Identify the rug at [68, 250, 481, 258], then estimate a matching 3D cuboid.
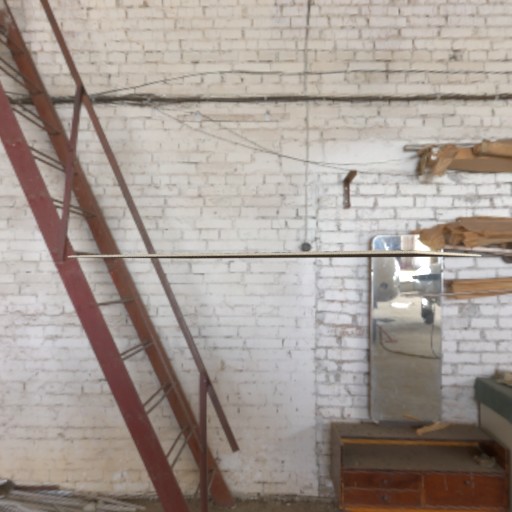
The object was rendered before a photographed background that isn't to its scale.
[{"bbox_3d":[0.000,0.000,1.441,1.220,0.007,0.605,-1,-1,37],"label":"rug"}]
